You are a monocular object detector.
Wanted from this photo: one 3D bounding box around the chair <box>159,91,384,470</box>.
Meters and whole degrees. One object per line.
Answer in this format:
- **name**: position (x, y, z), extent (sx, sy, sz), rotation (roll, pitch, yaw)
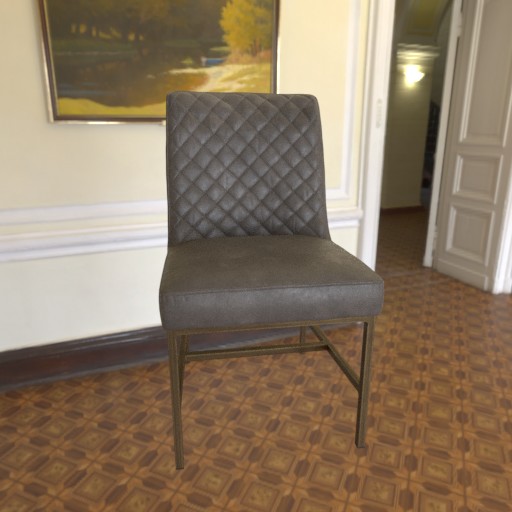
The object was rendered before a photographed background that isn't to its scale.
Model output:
- **chair**: position (0.000, 0.000, 1.229), extent (0.508, 0.889, 0.587), rotation (-3, 17, -9)
